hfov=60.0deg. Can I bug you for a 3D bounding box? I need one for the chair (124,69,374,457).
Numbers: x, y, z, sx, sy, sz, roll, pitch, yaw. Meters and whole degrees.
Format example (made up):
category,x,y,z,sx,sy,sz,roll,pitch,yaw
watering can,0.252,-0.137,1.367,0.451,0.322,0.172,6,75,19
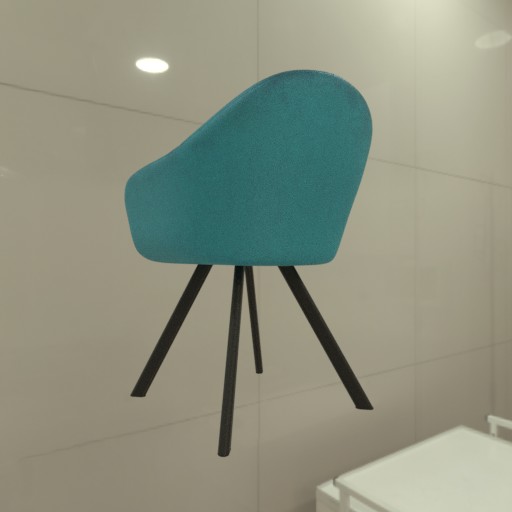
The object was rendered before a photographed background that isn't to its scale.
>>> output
category,x,y,z,sx,sy,sz,roll,pitch,yaw
chair,0.000,0.000,1.153,0.540,0.780,0.570,0,0,-37
